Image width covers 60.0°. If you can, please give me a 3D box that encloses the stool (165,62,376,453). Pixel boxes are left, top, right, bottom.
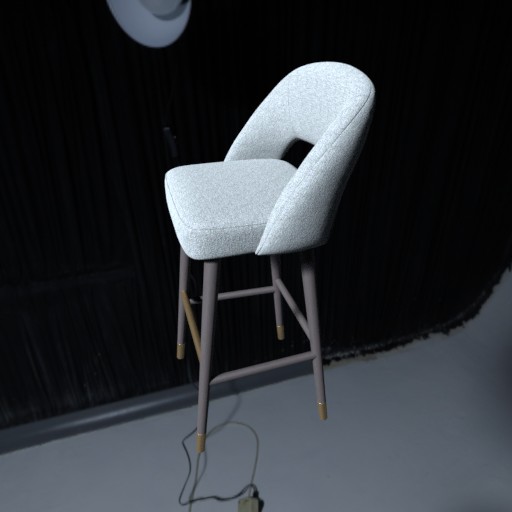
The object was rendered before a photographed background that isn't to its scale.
[{"bbox_3d":[0.000,0.000,1.377,0.524,1.089,0.536,-8,31,-14],"label":"stool"}]
